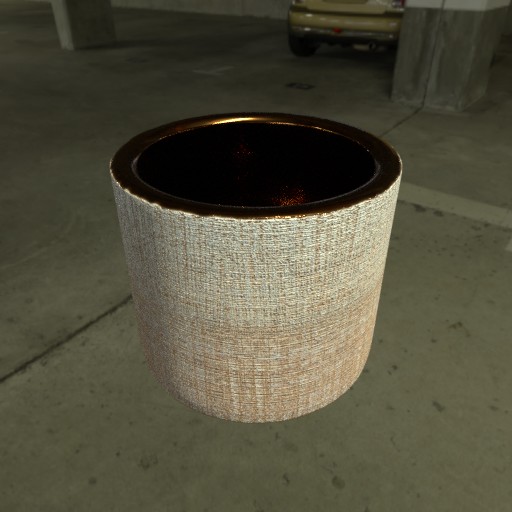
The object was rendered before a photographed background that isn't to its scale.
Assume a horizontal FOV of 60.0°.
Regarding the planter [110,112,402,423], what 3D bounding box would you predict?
[{"bbox_3d":[0.000,0.000,0.315,0.177,0.157,0.177,0,33,0],"label":"planter"}]
